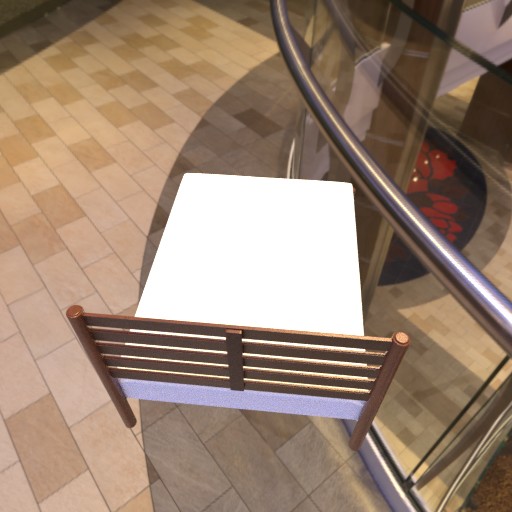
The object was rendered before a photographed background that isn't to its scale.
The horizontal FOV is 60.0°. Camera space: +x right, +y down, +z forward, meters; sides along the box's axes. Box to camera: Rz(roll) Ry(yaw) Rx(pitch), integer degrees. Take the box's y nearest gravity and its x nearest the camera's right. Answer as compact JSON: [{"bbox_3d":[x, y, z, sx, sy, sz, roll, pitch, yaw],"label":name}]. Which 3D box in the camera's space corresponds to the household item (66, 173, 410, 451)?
[{"bbox_3d":[0.000,0.000,3.339,1.663,1.356,2.232,4,47,4],"label":"household item"}]
